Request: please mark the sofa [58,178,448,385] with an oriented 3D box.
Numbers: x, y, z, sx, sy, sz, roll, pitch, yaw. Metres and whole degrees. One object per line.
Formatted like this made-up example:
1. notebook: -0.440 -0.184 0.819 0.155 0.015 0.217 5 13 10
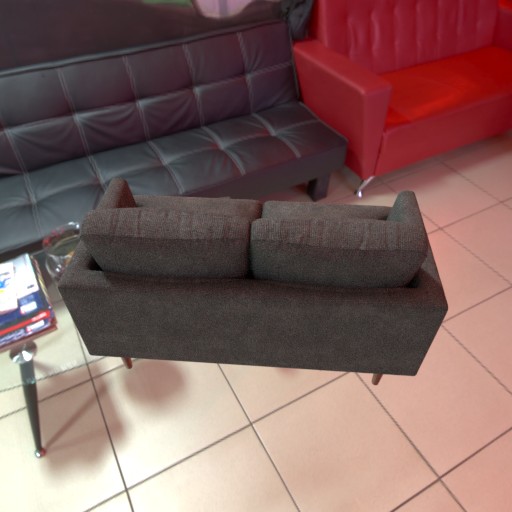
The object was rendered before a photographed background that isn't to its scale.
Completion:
1. sofa: 0.000 0.000 2.194 1.582 0.956 0.903 3 45 3
